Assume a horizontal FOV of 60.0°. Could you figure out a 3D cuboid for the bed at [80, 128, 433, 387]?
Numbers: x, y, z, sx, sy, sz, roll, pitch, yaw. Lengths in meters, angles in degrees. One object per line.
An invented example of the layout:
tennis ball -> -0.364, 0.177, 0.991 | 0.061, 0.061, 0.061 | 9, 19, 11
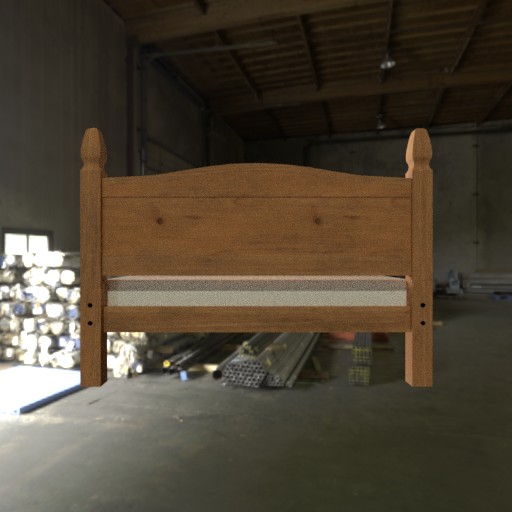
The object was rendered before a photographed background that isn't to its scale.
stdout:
bed -> 0.000, 0.000, 2.898 | 1.490, 1.100, 2.069 | 0, 0, 0
